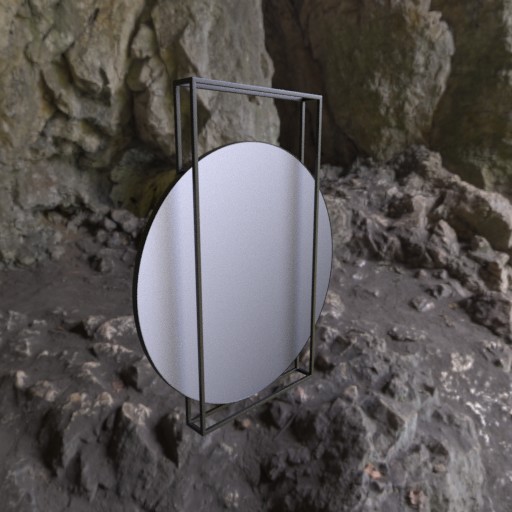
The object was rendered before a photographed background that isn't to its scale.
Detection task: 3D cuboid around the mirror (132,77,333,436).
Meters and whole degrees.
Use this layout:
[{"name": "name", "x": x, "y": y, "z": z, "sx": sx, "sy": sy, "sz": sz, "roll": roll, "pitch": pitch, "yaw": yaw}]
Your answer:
[{"name": "mirror", "x": 0.000, "y": 0.000, "z": 0.848, "sx": 0.508, "sy": 0.603, "sz": 0.051, "roll": -12, "pitch": 18, "yaw": -43}]
